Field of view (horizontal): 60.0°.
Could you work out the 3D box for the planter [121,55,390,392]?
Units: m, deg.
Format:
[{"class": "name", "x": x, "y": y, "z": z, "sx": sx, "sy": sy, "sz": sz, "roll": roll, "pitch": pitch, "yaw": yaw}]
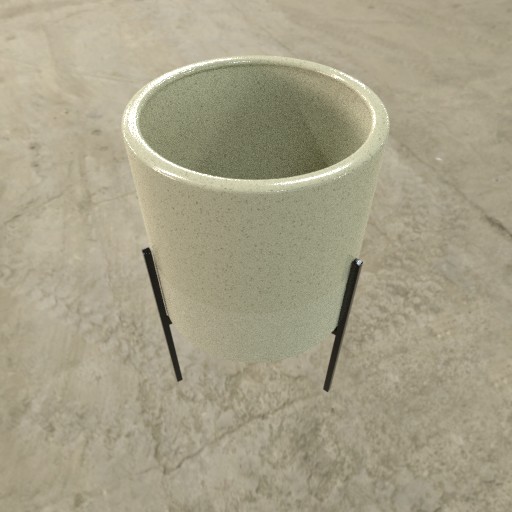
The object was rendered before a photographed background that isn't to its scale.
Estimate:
[{"class": "planter", "x": 0.000, "y": 0.000, "z": 0.537, "sx": 0.234, "sy": 0.390, "sz": 0.243, "roll": 3, "pitch": 47, "yaw": 3}]
